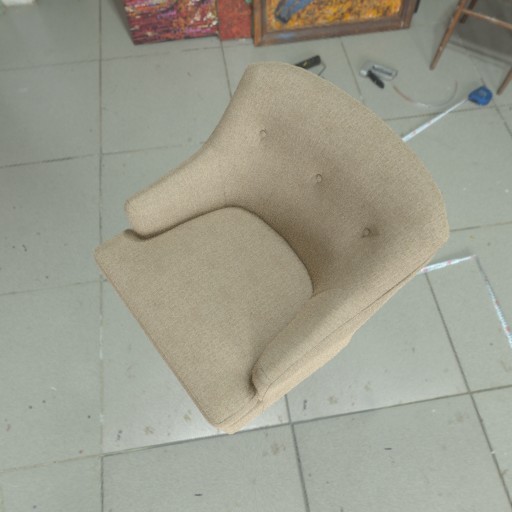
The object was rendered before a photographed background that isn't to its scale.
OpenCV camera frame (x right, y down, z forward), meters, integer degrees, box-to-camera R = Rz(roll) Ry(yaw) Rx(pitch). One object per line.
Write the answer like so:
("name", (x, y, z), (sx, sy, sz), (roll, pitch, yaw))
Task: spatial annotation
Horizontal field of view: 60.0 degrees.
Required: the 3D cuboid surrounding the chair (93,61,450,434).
("chair", (0.000, 0.000, 1.575), (0.923, 0.856, 0.864), (-35, 68, -16))
